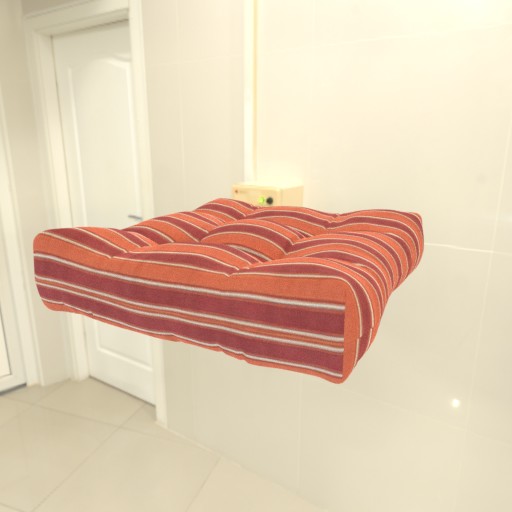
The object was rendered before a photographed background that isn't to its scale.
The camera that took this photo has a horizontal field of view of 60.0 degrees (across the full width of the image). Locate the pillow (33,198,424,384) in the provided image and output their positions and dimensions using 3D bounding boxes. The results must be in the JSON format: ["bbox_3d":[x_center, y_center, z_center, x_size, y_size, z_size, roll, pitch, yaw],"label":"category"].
[{"bbox_3d":[0.000,0.000,0.719,0.468,0.133,0.490,8,17,26],"label":"pillow"}]
